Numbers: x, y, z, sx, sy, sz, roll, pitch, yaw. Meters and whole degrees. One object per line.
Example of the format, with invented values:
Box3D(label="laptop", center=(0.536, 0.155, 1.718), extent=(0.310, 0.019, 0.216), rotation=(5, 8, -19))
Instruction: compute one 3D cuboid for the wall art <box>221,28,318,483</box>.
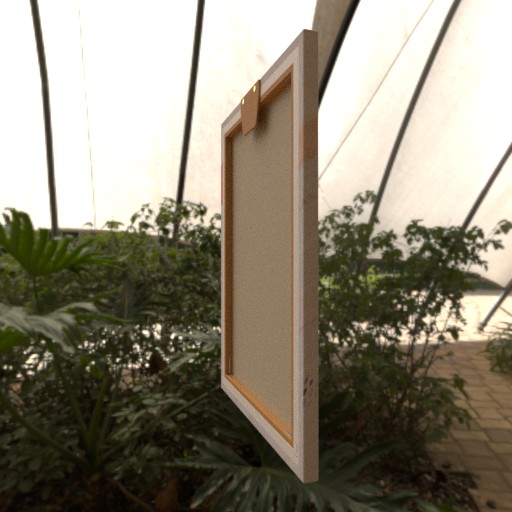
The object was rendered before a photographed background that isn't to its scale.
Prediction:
Box3D(label="wall art", center=(0.000, 0.000, 1.350), extent=(0.045, 1.014, 0.759), rotation=(0, 0, -18))
